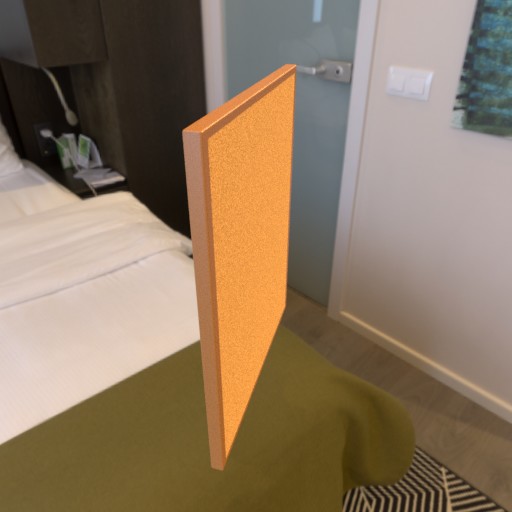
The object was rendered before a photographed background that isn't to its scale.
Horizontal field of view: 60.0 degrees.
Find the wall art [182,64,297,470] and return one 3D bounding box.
[{"bbox_3d":[0.000,0.000,0.524,0.015,0.379,0.310,9,32,14],"label":"wall art"}]
